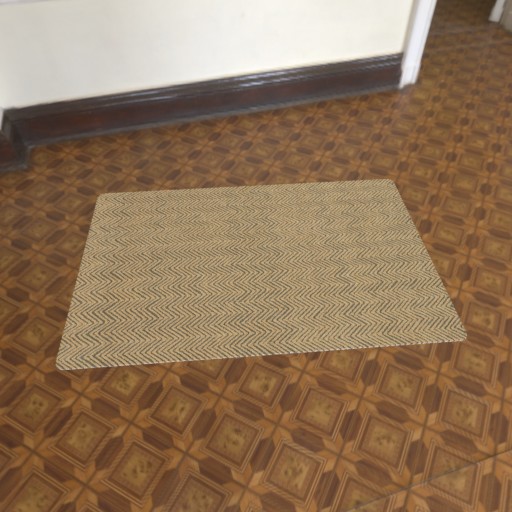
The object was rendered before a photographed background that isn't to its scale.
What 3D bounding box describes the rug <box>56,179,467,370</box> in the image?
[{"bbox_3d":[0.000,0.000,2.250,1.752,0.008,1.144,-3,47,-3],"label":"rug"}]
